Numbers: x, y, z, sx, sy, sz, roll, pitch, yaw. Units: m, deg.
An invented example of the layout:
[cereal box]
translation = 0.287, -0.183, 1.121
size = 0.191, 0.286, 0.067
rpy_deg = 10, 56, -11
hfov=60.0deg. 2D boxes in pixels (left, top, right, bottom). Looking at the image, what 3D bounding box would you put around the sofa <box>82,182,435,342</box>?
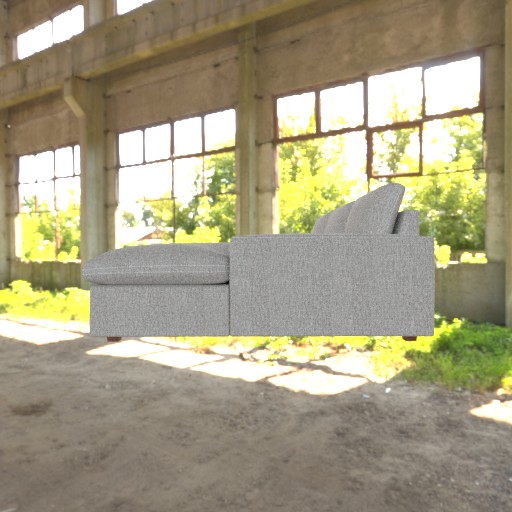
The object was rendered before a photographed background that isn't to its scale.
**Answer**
[sofa]
translation = 0.000, 0.000, 3.463
size = 1.689, 0.813, 2.718
rpy_deg = 0, 1, 0
